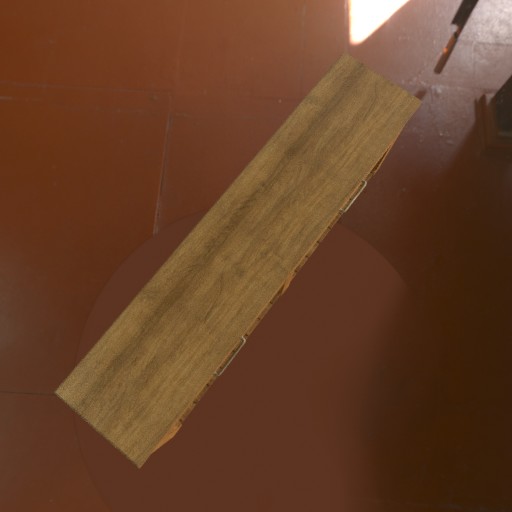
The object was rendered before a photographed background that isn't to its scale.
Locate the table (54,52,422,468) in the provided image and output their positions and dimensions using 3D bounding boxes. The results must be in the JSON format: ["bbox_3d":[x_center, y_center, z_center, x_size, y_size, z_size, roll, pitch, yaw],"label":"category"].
[{"bbox_3d":[0.000,0.000,2.038,0.425,0.635,1.815,37,78,9],"label":"table"}]
